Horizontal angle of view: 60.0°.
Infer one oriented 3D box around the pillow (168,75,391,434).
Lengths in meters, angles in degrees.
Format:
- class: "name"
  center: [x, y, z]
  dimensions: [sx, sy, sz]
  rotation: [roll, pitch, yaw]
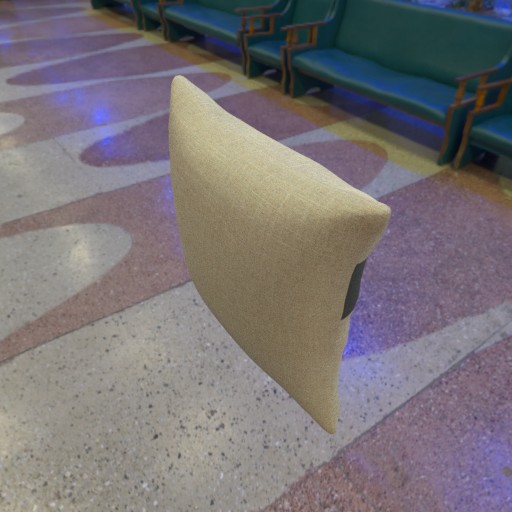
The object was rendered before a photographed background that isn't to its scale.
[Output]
- class: "pillow"
  center: [0.000, 0.000, 0.641]
  dimensions: [0.173, 0.399, 0.414]
  rotation: [-23, 46, -25]
